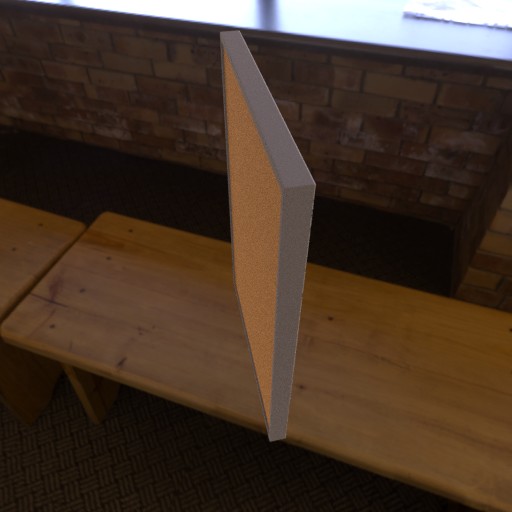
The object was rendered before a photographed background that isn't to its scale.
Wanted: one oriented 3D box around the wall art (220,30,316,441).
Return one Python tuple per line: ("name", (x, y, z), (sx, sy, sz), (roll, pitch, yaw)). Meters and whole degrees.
("wall art", (0.000, 0.000, 0.967), (0.039, 0.753, 0.511), (-8, 47, -8))
